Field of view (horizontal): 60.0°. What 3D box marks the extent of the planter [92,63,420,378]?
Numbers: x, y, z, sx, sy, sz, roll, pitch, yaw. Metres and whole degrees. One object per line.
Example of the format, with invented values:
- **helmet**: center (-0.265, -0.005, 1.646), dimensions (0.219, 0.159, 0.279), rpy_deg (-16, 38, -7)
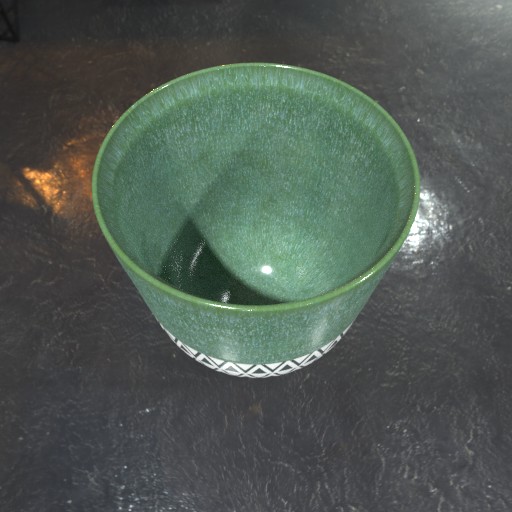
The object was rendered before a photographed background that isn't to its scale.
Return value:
- **planter**: center (0.000, 0.000, 0.357), dimensions (0.195, 0.214, 0.195), rpy_deg (0, 58, 0)
